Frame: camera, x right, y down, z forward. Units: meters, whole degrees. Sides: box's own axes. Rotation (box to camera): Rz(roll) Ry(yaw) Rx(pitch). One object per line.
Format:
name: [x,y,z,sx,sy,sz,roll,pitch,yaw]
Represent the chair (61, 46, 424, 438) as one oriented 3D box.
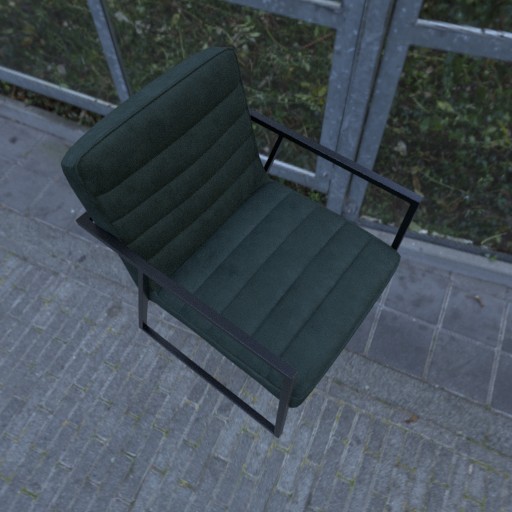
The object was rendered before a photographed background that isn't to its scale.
chair: [0.000,0.000,1.247,0.677,0.833,0.571,33,64,19]
